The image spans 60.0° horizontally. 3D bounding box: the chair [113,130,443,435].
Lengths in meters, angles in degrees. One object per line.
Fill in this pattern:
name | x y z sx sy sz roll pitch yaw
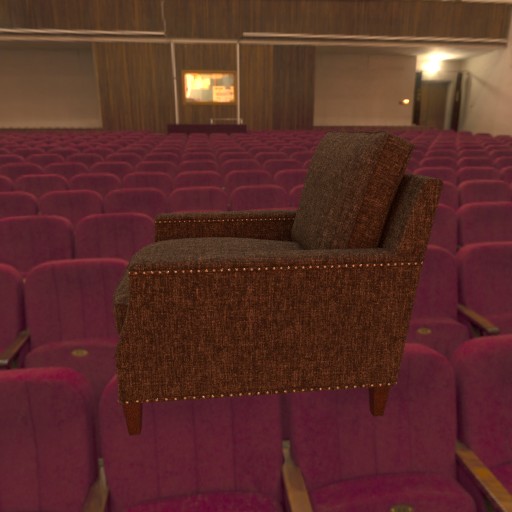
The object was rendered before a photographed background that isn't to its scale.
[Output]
chair | 0.000 0.000 1.727 1.014 0.943 0.853 -2 16 -7
